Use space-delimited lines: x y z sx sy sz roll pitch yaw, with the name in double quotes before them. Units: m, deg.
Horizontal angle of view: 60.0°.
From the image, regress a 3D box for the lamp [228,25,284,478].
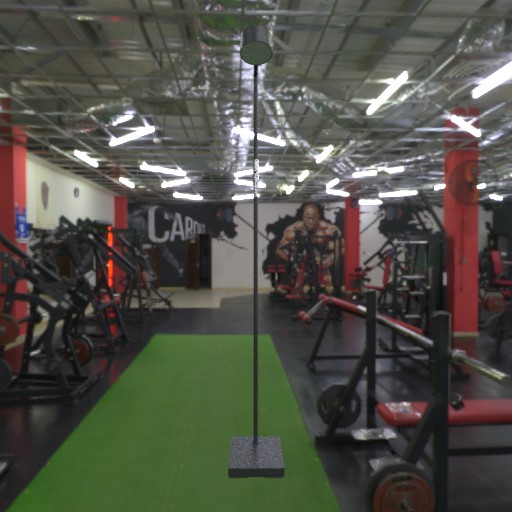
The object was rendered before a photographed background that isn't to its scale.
"lamp" 0.000 0.000 1.683 0.203 1.600 0.304 0 2 -1
